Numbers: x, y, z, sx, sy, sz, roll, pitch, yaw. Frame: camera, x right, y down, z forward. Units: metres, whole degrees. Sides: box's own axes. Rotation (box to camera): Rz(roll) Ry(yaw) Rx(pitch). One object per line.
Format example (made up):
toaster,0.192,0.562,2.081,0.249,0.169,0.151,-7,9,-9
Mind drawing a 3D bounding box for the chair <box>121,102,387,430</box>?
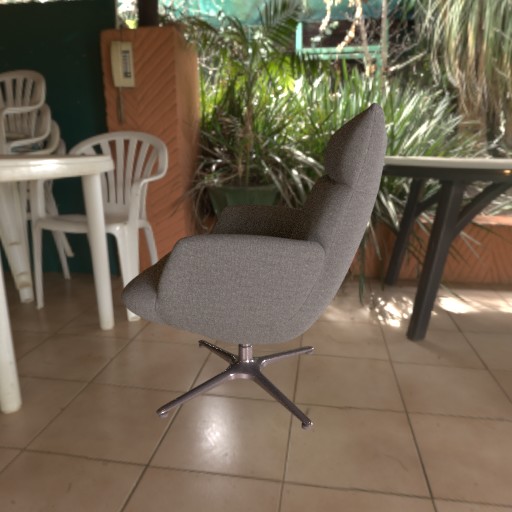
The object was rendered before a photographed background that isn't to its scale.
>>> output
chair,0.000,0.000,1.571,0.831,0.984,0.702,2,14,7
